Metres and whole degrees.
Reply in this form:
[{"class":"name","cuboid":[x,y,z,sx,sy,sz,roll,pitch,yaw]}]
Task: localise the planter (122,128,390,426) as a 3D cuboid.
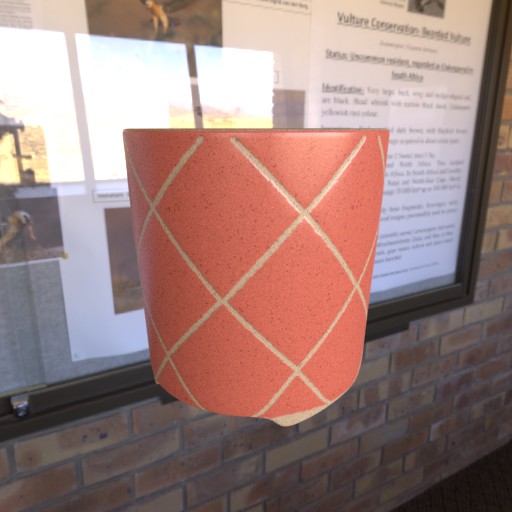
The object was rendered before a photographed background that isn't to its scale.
[{"class":"planter","cuboid":[0.000,0.000,0.424,0.227,0.235,0.227,0,16,0]}]
